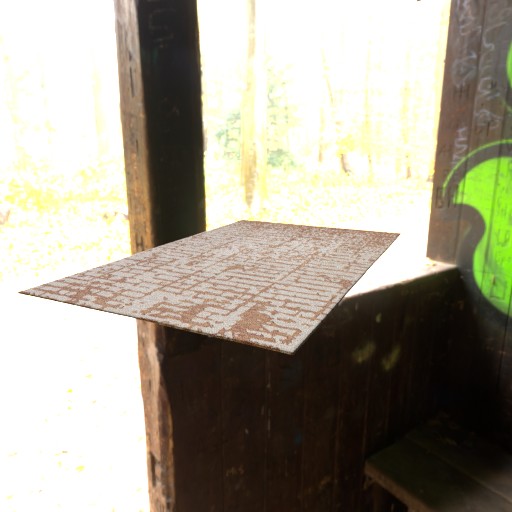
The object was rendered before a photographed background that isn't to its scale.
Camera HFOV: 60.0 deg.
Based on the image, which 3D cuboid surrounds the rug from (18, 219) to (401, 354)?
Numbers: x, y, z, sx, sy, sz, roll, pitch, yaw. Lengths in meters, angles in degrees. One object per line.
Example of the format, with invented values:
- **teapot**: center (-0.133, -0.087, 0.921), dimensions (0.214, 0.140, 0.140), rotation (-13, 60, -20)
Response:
- **rug**: center (0.000, 0.000, 2.995), dimensions (1.517, 0.011, 2.435), rotation (7, 16, 26)
